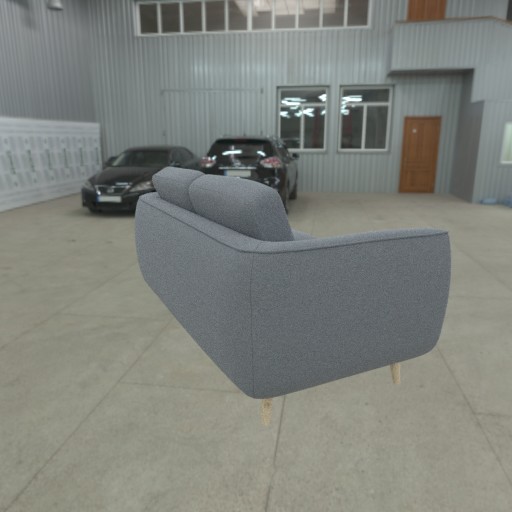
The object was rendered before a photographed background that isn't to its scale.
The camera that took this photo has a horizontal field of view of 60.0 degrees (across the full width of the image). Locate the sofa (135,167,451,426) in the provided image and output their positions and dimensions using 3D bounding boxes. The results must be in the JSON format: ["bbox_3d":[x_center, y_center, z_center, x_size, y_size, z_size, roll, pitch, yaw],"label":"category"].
[{"bbox_3d":[0.000,0.000,2.229,0.920,0.850,1.700,-7,16,-26],"label":"sofa"}]
